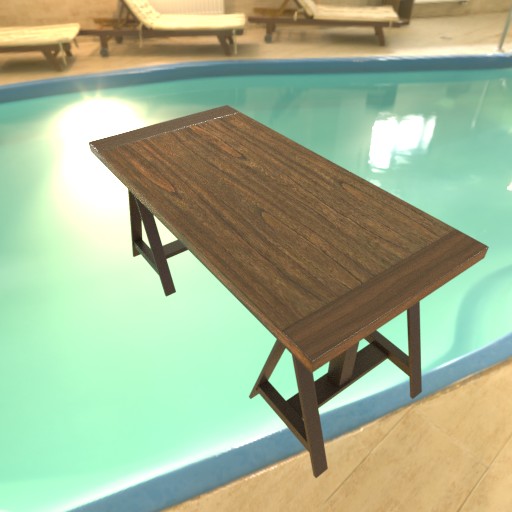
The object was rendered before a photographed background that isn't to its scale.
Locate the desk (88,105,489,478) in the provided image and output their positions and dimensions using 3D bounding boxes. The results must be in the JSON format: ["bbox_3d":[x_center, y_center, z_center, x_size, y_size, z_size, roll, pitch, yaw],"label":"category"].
[{"bbox_3d":[0.000,0.000,1.961,0.784,0.725,1.543,-25,46,-27],"label":"desk"}]
